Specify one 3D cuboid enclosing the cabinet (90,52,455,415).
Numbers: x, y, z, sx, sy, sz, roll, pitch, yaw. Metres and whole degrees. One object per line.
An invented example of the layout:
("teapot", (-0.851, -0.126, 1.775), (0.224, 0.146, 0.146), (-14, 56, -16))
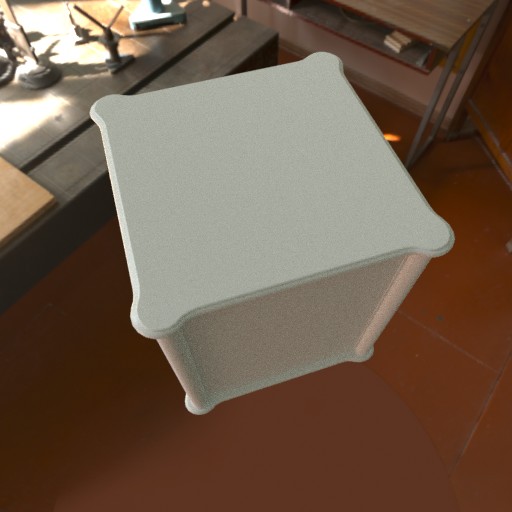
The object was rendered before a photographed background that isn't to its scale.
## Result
("cabinet", (0.000, 0.000, 1.252), (0.628, 0.761, 0.627), (-15, 60, -9))
